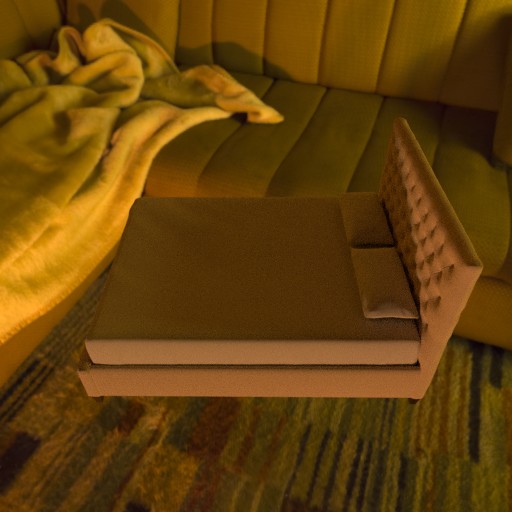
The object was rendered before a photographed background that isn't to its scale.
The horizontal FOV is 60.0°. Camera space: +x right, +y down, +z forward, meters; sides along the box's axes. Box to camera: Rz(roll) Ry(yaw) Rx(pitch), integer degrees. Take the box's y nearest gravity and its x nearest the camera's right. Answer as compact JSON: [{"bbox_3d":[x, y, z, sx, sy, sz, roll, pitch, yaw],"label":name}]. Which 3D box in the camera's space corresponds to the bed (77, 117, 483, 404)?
[{"bbox_3d":[0.000,0.000,3.347,2.387,1.427,1.698,0,43,0],"label":"bed"}]
